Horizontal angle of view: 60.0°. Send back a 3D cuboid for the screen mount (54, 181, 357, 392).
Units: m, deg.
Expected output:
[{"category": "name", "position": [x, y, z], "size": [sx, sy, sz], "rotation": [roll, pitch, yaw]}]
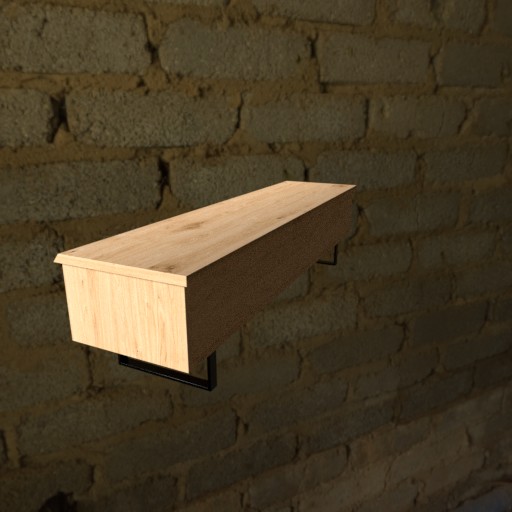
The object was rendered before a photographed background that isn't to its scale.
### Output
[{"category": "screen mount", "position": [0.000, 0.000, 1.944], "size": [0.450, 0.430, 1.700], "rotation": [8, 19, 25]}]
